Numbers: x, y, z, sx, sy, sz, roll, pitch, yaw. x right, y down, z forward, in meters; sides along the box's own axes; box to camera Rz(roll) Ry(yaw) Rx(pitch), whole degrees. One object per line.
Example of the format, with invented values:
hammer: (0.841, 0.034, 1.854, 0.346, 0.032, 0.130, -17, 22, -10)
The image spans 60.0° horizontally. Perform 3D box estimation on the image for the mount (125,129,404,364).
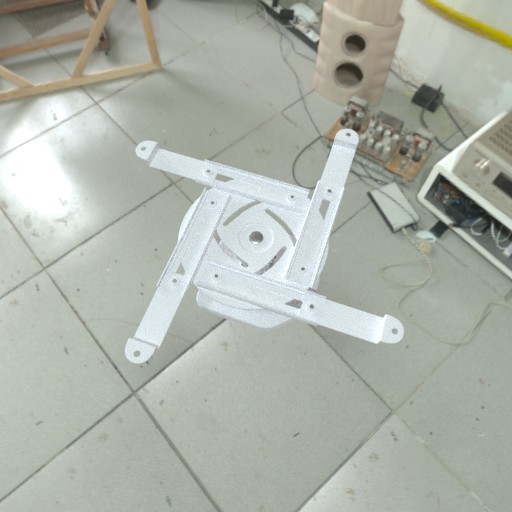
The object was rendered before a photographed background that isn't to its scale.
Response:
mount: (0.000, 0.000, 0.608, 0.394, 0.141, 0.394, 18, 65, 9)
